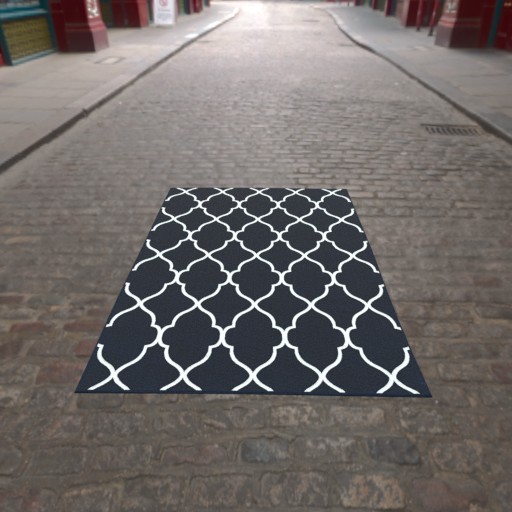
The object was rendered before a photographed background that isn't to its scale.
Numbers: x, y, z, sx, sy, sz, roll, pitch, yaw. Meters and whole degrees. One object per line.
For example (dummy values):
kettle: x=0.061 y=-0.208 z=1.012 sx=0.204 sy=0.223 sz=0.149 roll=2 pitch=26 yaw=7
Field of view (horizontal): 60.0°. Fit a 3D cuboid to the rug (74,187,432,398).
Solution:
rug: x=0.000 y=0.000 z=2.855 sx=1.528 sy=0.014 sz=2.294 roll=0 pitch=31 yaw=1
